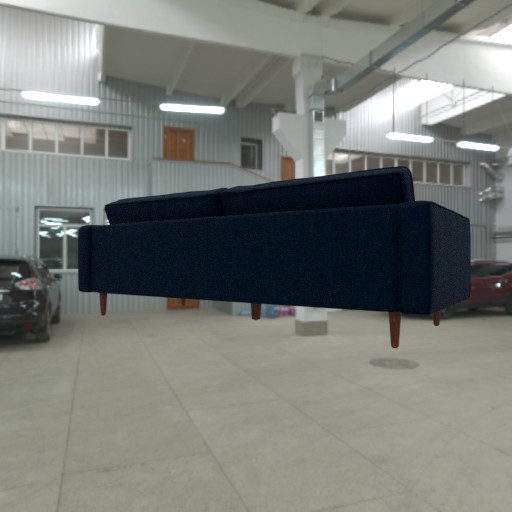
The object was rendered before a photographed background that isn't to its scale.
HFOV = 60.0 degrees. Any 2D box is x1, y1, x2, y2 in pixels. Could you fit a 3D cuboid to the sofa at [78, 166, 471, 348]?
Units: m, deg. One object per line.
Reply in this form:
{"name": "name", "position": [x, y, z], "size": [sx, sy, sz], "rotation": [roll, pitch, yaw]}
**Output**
{"name": "sofa", "position": [0.000, 0.000, 2.637], "size": [2.210, 0.762, 0.914], "rotation": [0, -1, 34]}
